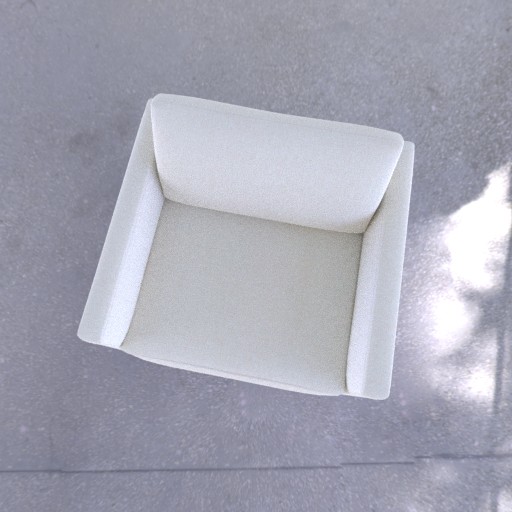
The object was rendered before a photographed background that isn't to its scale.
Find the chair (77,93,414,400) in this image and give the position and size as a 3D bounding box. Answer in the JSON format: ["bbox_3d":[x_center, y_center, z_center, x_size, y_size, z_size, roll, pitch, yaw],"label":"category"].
[{"bbox_3d":[0.000,0.000,1.609,0.964,0.806,0.875,10,74,3],"label":"chair"}]
